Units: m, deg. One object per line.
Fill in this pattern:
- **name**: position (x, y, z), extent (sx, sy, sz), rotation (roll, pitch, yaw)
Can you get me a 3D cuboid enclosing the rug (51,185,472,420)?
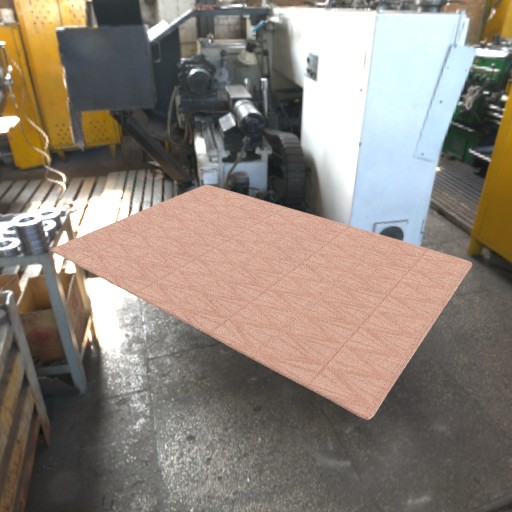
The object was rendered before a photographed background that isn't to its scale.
- **rug**: position (0.000, 0.000, 2.994), extent (2.390, 0.015, 1.609), rotation (21, 36, 32)
